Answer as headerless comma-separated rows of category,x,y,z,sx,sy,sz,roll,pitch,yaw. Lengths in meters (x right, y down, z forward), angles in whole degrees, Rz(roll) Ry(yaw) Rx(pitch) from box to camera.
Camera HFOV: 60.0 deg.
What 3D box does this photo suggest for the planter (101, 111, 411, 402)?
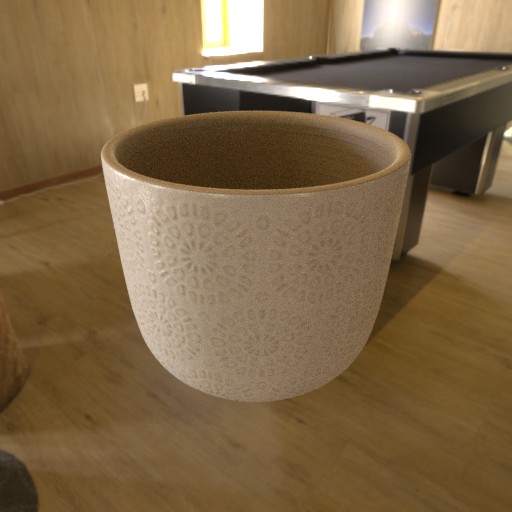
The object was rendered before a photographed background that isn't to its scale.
planter,0.000,0.000,0.290,0.170,0.152,0.170,0,29,0
